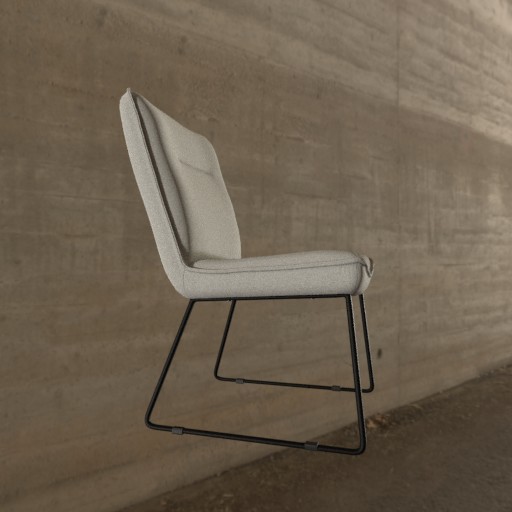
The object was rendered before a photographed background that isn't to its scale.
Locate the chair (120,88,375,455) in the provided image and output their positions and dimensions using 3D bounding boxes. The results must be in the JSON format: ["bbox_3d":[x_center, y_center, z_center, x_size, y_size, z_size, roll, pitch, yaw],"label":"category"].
[{"bbox_3d":[0.000,0.000,1.358,0.688,0.930,0.515,0,0,17],"label":"chair"}]
